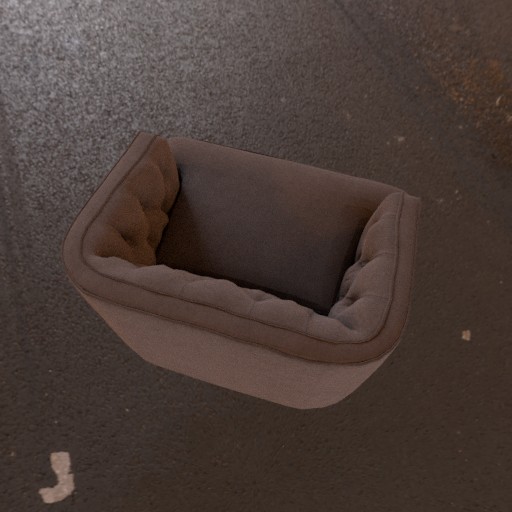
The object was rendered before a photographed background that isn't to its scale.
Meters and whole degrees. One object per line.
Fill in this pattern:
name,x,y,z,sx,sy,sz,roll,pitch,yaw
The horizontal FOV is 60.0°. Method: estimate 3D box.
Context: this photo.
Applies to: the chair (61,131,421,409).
chair,0.000,0.000,1.741,1.104,0.852,0.941,15,64,8
